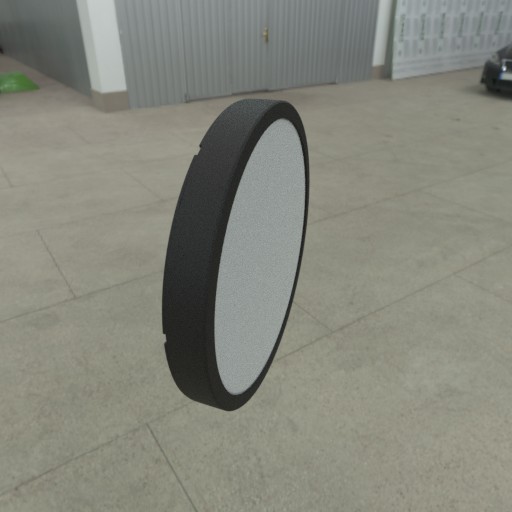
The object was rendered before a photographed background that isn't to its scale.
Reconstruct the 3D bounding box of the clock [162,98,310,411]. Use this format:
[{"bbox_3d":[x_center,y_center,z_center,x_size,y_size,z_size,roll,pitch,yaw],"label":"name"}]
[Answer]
[{"bbox_3d":[0.000,0.000,0.439,0.040,0.293,0.293,10,31,18],"label":"clock"}]
